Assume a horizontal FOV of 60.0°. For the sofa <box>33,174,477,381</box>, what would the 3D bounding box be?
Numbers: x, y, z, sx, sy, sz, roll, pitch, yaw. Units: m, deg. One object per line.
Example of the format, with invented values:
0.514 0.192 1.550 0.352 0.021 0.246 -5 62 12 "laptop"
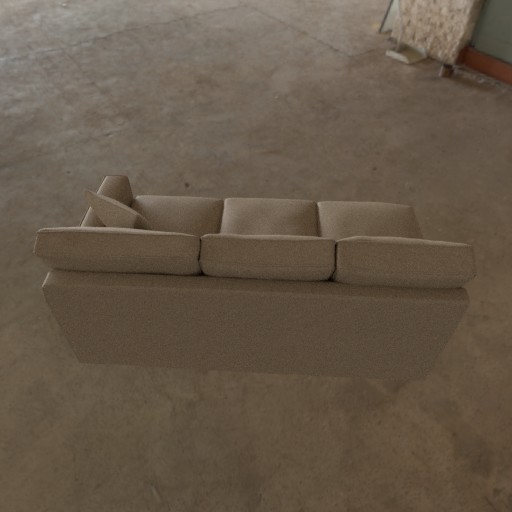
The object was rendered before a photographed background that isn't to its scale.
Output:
0.000 0.000 2.514 1.963 0.946 1.034 3 46 2 "sofa"
